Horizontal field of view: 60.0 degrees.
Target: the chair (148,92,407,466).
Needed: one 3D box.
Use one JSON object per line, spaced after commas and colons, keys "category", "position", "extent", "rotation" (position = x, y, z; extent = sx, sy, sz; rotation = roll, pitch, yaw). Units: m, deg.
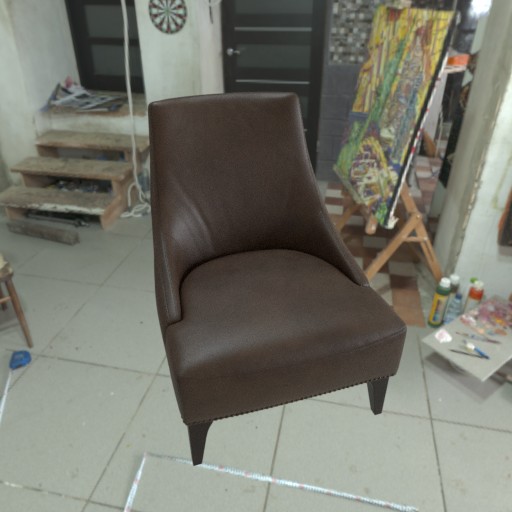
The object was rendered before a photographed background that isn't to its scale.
{"category": "chair", "position": [0.000, 0.000, 1.504], "extent": [0.701, 0.909, 0.861], "rotation": [-9, 32, -15]}
